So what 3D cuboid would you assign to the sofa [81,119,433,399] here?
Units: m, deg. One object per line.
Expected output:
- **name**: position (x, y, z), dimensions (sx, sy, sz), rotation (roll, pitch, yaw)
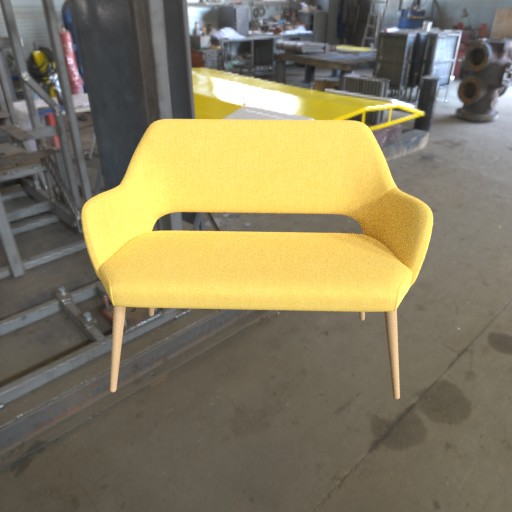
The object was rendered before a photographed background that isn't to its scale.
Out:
- **sofa**: position (0.000, 0.000, 1.615), dimensions (1.150, 0.840, 0.610), rotation (1, 31, 2)
